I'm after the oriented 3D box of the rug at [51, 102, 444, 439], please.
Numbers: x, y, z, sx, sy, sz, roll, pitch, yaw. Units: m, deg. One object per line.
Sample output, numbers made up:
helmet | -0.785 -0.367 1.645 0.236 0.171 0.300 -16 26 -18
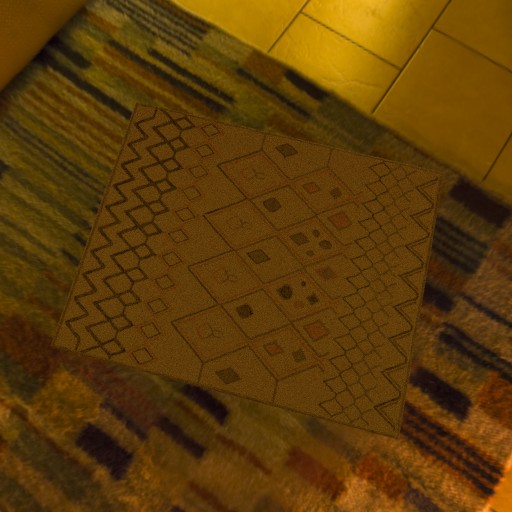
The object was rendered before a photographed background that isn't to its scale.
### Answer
rug | 0.000 0.000 4.015 3.050 0.016 2.441 14 77 3
